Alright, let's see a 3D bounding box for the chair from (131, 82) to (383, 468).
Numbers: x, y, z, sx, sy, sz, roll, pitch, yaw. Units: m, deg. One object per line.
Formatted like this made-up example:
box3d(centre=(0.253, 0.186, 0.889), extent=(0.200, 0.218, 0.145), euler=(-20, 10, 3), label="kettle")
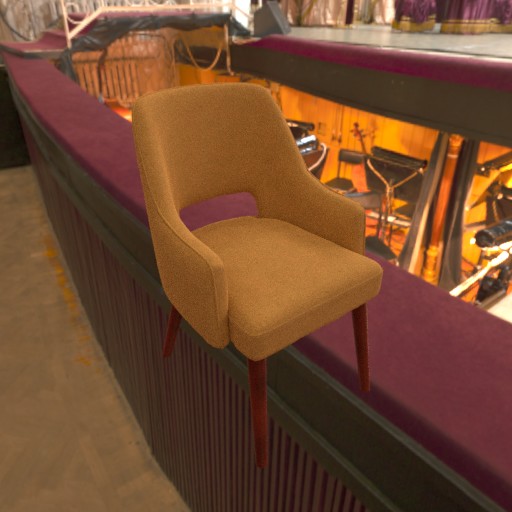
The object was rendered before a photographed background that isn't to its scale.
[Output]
box3d(centre=(0.000, 0.000, 1.260), extent=(0.548, 0.849, 0.605), euler=(-21, 36, -33), label="chair")
